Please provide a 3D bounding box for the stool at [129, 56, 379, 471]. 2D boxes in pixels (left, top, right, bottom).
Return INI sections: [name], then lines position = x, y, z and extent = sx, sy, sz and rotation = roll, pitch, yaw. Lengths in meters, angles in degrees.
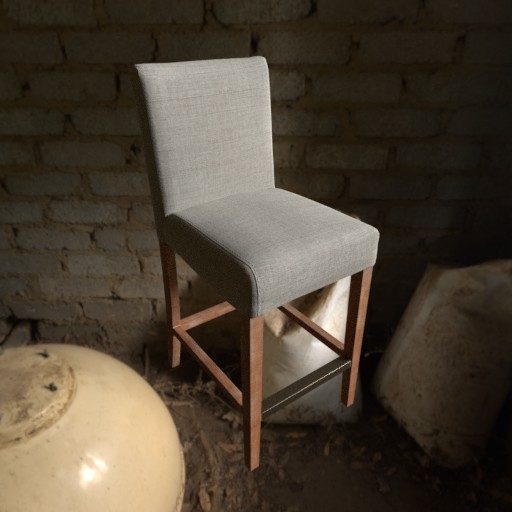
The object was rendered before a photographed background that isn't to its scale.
[stool]
position = 0.000, 0.000, 1.323
extent = 0.454, 1.039, 0.567
rotation = -20, 35, -31
